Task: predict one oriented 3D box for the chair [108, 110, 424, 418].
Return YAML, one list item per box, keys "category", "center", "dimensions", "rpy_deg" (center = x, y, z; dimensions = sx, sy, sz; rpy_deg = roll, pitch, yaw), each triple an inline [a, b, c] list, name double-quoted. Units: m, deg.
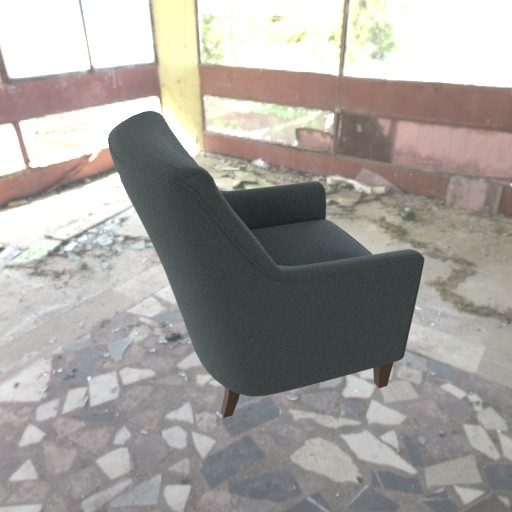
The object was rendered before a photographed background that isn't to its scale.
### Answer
- category: "chair"
  center: [0.000, 0.000, 1.582]
  dimensions: [0.879, 0.916, 0.756]
  rpy_deg: [-10, 30, -17]
